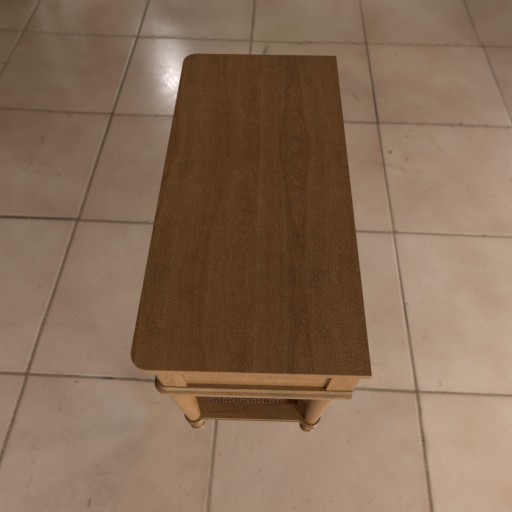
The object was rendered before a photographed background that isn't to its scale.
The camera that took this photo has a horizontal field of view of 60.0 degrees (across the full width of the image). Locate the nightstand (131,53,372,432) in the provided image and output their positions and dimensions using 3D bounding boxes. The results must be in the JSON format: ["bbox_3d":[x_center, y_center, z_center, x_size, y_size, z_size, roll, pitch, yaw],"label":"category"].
[{"bbox_3d":[0.000,0.000,1.318,0.432,0.700,0.914,1,58,1],"label":"nightstand"}]
